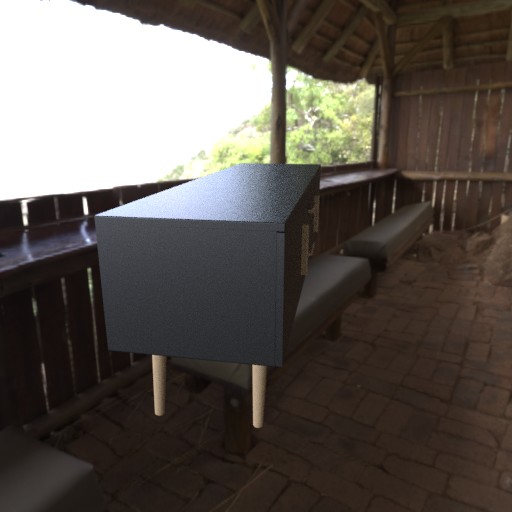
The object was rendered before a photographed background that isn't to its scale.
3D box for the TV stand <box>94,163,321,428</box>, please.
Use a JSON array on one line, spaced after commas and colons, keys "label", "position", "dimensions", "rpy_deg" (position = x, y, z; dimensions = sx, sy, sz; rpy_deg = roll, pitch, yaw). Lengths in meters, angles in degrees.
[{"label": "TV stand", "position": [0.000, 0.000, 1.517], "dimensions": [0.390, 0.518, 1.312], "rpy_deg": [3, 17, 10]}]
